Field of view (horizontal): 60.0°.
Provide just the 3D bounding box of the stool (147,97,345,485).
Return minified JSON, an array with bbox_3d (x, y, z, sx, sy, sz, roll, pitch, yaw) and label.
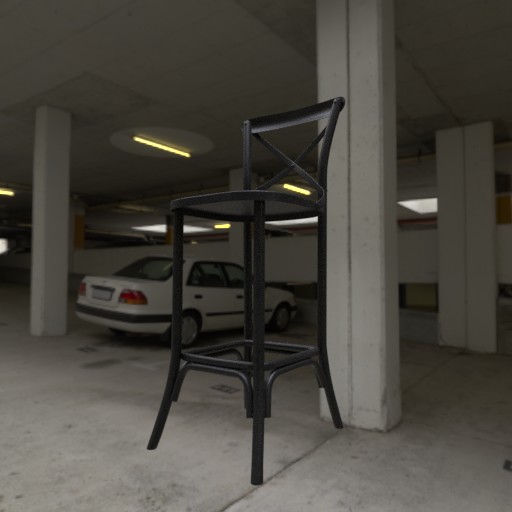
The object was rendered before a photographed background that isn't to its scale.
[{"bbox_3d":[0.000,0.000,1.477,0.457,1.168,0.584,-2,-3,35],"label":"stool"}]
